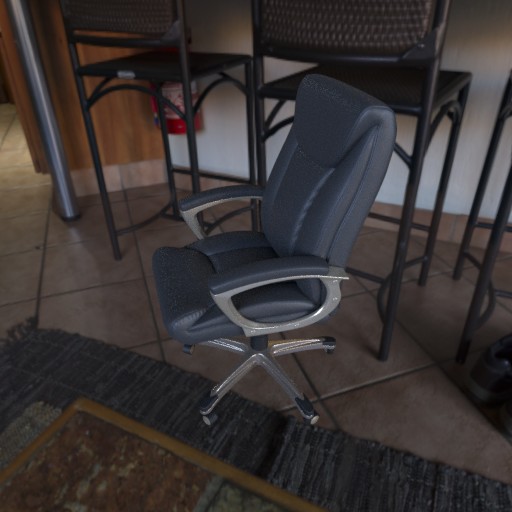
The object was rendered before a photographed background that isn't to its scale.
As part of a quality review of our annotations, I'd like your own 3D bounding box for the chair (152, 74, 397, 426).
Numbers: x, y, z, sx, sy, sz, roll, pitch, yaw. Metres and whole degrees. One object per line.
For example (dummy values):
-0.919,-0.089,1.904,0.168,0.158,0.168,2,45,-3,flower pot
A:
0.000,0.000,1.644,0.748,1.188,0.694,-9,34,-14,chair
